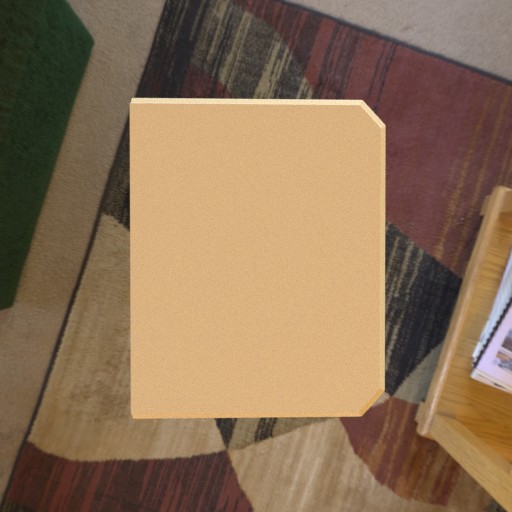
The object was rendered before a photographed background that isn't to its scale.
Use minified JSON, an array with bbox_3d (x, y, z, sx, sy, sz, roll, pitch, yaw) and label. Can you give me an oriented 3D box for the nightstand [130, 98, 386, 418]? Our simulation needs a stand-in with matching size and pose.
[{"bbox_3d":[0.000,0.000,0.930,0.351,0.681,0.435,0,91,-1],"label":"nightstand"}]
